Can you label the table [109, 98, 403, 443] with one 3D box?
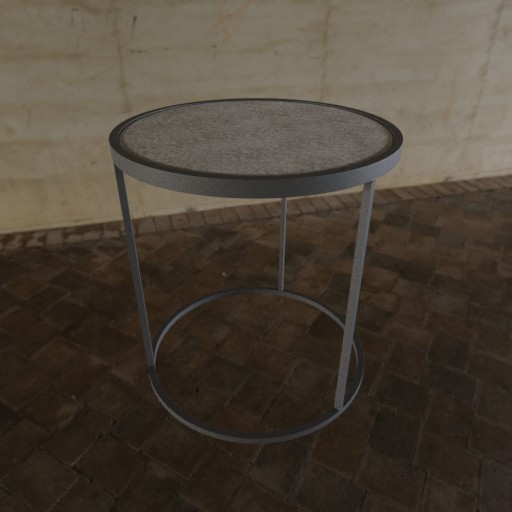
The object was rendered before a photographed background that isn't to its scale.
[{"bbox_3d":[0.000,0.000,0.863,0.470,0.498,0.470,0,31,0],"label":"table"}]
